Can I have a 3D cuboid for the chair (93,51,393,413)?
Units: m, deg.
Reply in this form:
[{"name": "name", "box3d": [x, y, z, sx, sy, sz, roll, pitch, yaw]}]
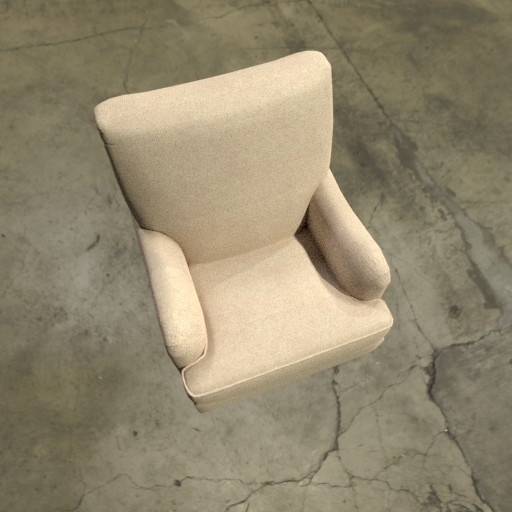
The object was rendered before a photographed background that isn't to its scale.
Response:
[{"name": "chair", "box3d": [0.000, 0.000, 1.825, 0.879, 1.119, 0.953, -18, 63, -9]}]
